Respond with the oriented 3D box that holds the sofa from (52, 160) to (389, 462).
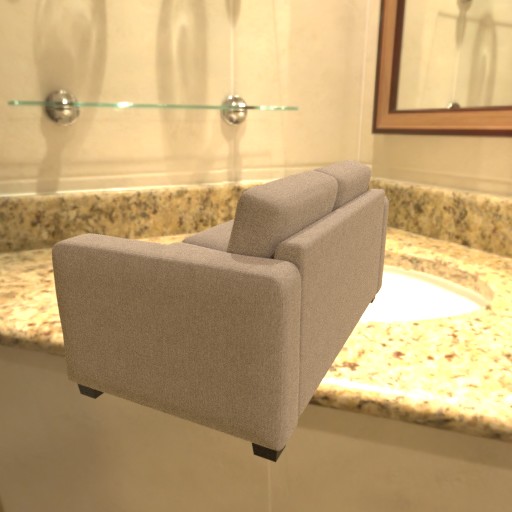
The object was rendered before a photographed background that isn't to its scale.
[{"bbox_3d":[0.000,0.000,2.016,0.900,0.800,1.540,8,18,25],"label":"sofa"}]
